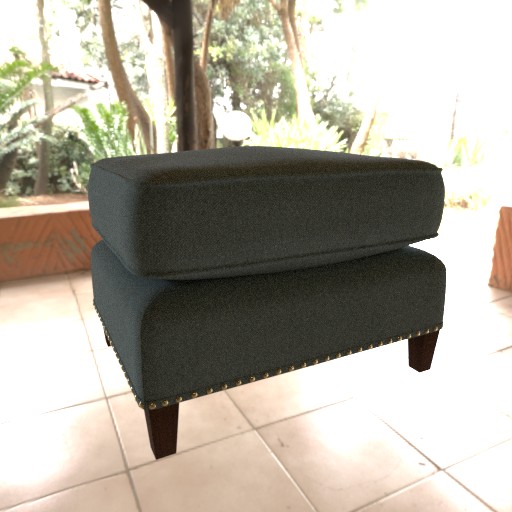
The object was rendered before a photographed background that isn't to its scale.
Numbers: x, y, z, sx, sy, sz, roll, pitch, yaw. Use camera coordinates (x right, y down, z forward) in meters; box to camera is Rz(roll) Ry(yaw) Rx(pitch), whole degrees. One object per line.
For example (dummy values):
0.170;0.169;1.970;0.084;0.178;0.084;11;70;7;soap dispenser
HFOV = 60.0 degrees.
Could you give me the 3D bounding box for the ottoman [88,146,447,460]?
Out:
0.000;0.000;1.112;0.738;0.537;0.589;-8;17;-26;ottoman
